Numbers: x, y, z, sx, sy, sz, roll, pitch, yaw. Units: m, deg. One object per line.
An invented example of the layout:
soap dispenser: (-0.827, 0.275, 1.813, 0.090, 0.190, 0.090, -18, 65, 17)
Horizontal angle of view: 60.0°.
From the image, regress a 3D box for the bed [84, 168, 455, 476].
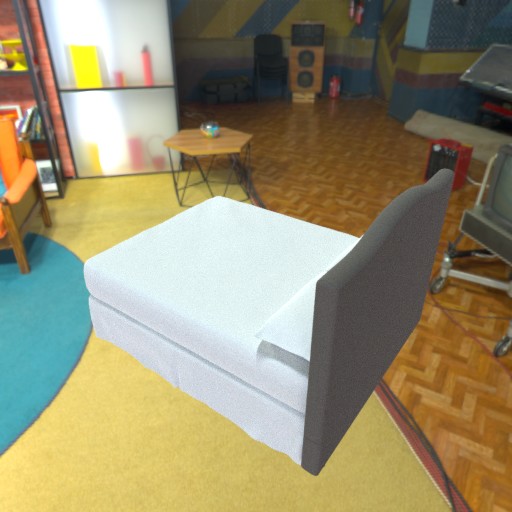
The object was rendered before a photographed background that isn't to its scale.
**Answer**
bed: (0.000, 0.000, 3.131, 2.036, 1.387, 1.666, 21, 36, 31)
